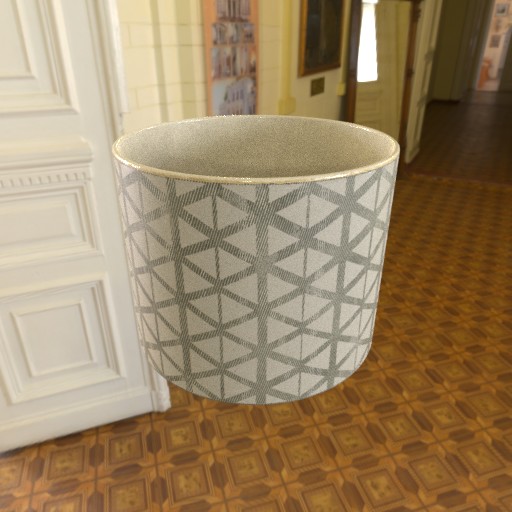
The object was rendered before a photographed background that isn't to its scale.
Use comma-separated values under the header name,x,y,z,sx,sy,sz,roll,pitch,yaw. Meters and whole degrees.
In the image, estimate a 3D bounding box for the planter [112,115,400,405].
name,x,y,z,sx,sy,sz,roll,pitch,yaw
planter,0.000,0.000,0.454,0.250,0.239,0.250,0,27,0
